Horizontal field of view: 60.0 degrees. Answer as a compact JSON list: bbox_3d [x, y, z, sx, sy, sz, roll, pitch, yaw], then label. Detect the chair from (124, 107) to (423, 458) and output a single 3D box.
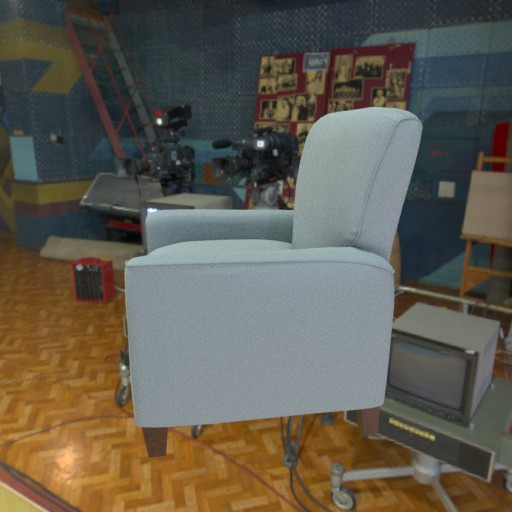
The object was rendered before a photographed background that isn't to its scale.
[{"bbox_3d":[0.000,0.000,1.596,0.846,1.007,0.853,-2,16,-8],"label":"chair"}]
